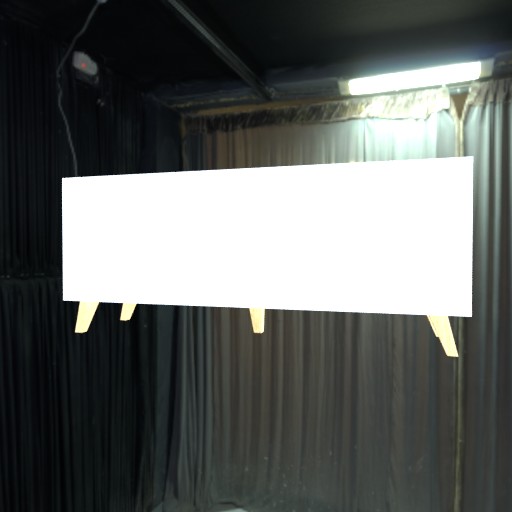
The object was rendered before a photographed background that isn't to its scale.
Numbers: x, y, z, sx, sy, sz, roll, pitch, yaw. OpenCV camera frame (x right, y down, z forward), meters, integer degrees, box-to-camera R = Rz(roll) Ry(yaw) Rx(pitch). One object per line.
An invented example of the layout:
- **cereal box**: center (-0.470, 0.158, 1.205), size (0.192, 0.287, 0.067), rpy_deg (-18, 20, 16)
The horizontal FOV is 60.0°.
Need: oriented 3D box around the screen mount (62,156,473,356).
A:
- **screen mount**: center (0.000, 0.000, 1.752), size (1.490, 0.619, 0.400), rpy_deg (0, 1, 16)
